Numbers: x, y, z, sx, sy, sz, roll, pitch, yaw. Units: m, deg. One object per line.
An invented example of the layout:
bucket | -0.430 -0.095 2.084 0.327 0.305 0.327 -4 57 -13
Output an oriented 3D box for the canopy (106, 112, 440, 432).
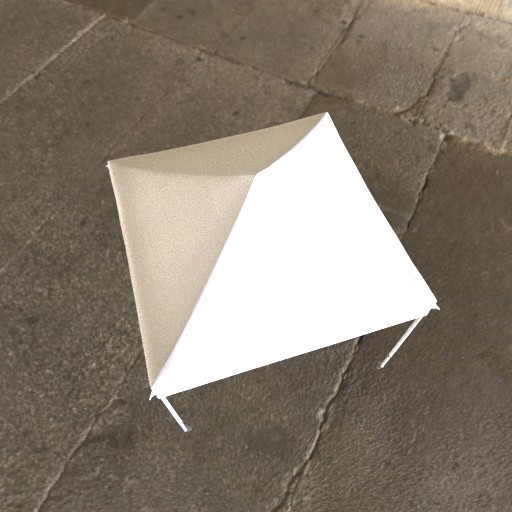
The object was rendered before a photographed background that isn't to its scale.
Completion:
canopy | 0.000 0.000 5.510 2.996 2.998 2.994 -15 60 -9
